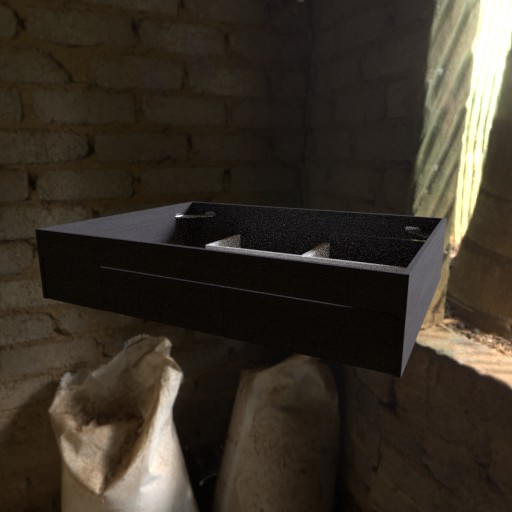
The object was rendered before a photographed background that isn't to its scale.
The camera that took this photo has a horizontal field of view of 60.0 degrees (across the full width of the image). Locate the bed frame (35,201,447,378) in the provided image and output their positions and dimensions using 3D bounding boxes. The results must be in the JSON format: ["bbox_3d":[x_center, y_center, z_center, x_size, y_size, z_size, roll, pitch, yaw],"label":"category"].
[{"bbox_3d":[0.000,0.000,2.637,1.944,0.459,1.448,7,15,27],"label":"bed frame"}]
